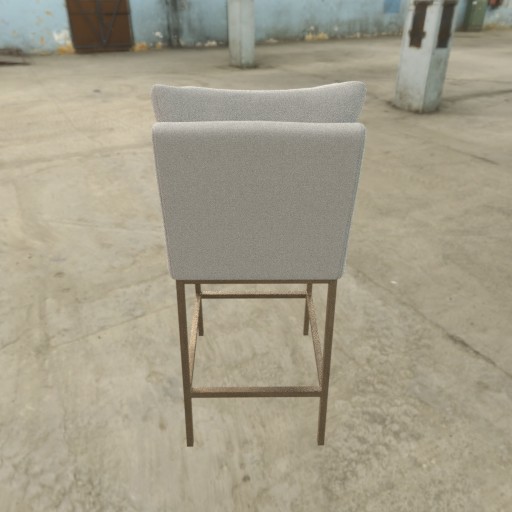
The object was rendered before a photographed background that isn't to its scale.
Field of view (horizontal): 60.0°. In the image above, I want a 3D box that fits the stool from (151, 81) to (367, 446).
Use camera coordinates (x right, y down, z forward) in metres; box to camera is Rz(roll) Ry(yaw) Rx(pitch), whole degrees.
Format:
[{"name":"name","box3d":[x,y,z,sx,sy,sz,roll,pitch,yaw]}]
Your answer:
[{"name":"stool","box3d":[0.000,0.000,1.325,0.463,1.032,0.572,-1,30,-1]}]
